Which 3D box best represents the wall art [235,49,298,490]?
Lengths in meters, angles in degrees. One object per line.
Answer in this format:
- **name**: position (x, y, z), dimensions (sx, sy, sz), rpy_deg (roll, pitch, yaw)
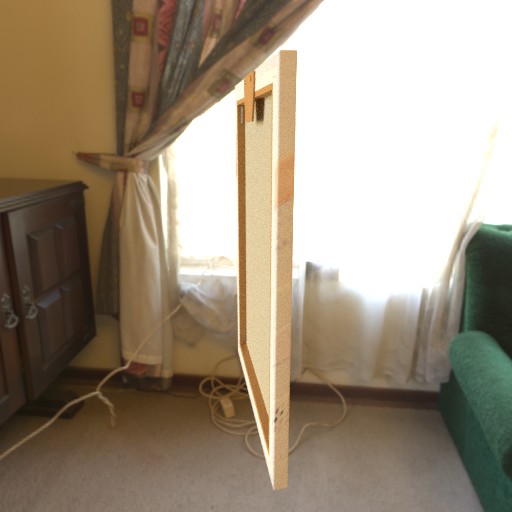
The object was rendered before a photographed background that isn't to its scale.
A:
- **wall art**: position (0.000, 0.000, 1.104), dimensions (0.036, 0.848, 0.613), rpy_deg (-3, 16, -9)
